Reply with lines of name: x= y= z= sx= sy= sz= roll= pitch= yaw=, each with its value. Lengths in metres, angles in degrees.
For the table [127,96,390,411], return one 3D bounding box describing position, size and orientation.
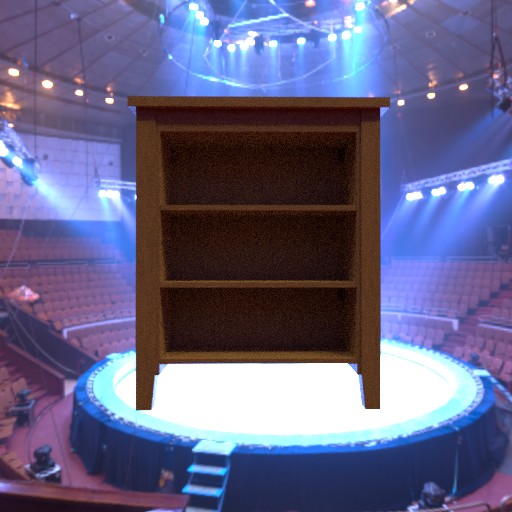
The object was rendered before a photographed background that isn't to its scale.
table: x=0.000 y=0.000 z=1.925 sx=0.729 sy=0.874 sz=1.397 roll=0 pitch=0 yaw=-1
